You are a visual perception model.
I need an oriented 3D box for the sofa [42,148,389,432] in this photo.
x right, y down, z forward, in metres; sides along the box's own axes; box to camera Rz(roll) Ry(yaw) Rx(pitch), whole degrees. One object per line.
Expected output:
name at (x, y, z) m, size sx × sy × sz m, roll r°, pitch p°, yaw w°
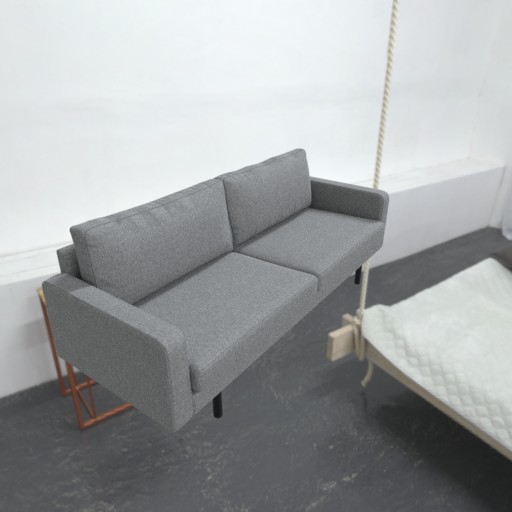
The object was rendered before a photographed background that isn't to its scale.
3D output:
sofa at (0.000, 0.000, 2.688) m, size 0.880 × 0.880 × 2.200 m, roll 18°, pitch 32°, yaw 32°
